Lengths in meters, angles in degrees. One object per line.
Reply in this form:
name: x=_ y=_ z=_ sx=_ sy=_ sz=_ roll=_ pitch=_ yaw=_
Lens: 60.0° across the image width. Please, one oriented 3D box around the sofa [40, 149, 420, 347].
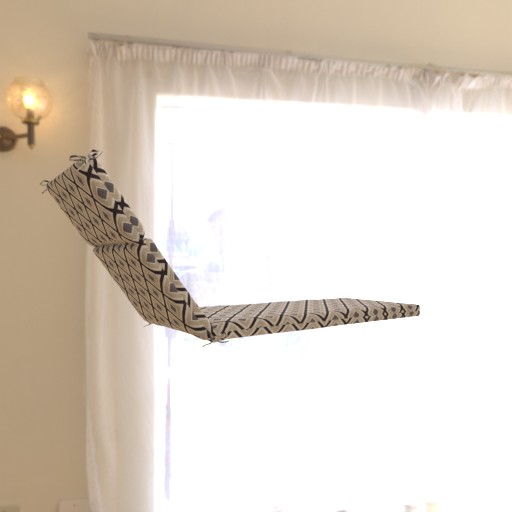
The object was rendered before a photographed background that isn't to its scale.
sofa: x=0.000 y=0.000 z=1.950 sx=1.663 sy=0.622 sz=0.582 roll=0 pitch=-1 yaw=-35
